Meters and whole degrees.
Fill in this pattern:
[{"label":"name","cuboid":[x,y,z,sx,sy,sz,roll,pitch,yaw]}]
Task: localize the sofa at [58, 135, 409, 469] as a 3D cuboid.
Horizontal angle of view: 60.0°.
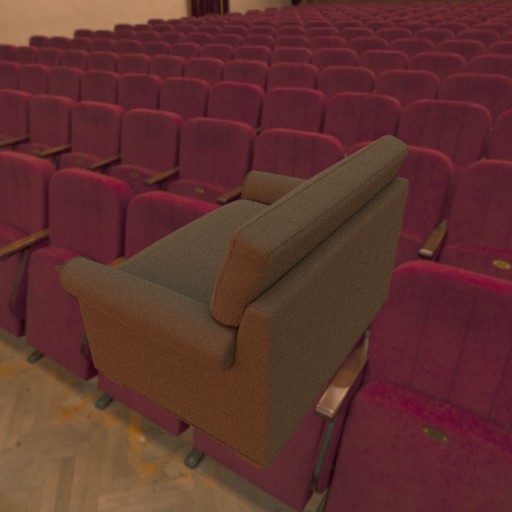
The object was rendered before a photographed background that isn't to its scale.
[{"label":"sofa","cuboid":[0.000,0.000,2.026,0.940,0.953,1.410,18,34,29]}]
